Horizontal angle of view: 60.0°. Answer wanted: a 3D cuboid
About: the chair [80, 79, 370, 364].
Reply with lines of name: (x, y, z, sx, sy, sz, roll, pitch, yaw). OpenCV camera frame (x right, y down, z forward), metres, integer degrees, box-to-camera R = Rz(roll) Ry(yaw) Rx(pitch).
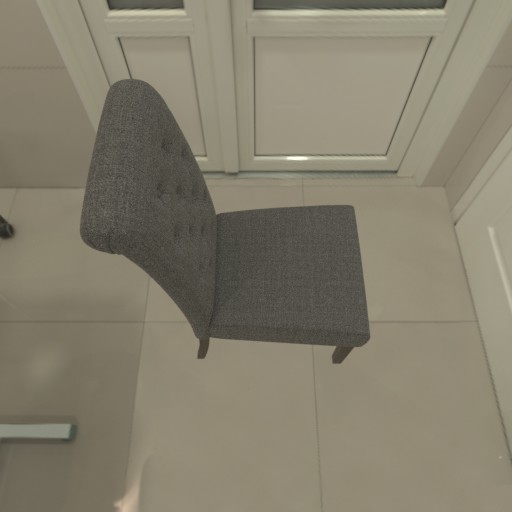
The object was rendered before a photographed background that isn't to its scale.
chair: (0.000, 0.000, 1.324, 0.671, 1.006, 0.456, 0, 63, 0)
